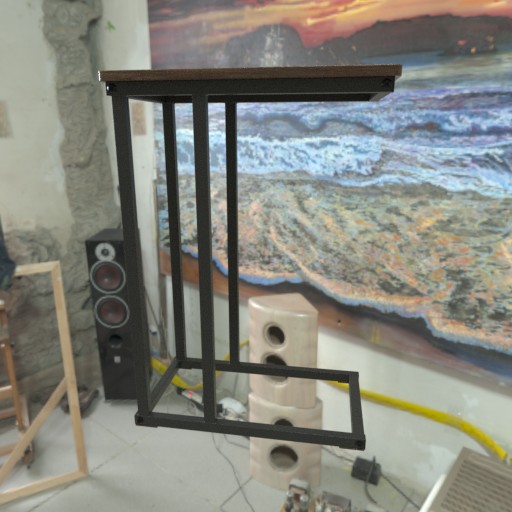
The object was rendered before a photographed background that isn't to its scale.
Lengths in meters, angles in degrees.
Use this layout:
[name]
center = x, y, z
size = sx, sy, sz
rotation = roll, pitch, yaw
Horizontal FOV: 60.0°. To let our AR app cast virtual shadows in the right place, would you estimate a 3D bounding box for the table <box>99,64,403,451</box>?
[table]
center = 0.000, 0.000, 0.847
size = 0.450, 0.637, 0.254
rotation = 3, 16, 9
